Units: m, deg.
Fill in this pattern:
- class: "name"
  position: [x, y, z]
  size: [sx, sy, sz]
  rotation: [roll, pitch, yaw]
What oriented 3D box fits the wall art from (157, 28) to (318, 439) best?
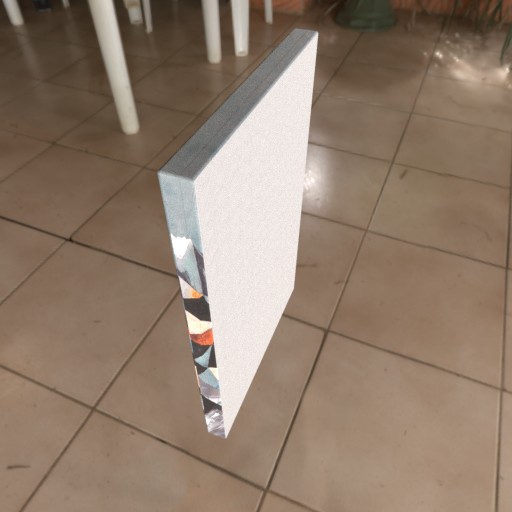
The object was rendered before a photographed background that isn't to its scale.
- class: "wall art"
  position: [0.000, 0.000, 1.147]
  size: [0.061, 0.911, 0.609]
  rotation: [16, 48, 15]
